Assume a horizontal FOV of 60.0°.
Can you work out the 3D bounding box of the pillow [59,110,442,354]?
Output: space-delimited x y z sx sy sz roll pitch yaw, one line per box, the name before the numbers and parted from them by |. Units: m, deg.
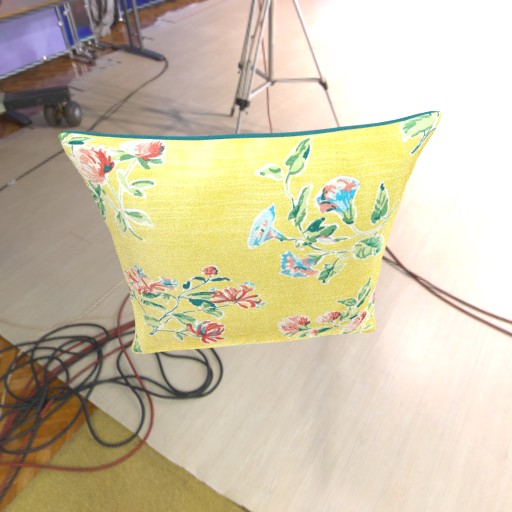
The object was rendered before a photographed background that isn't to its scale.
pillow | 0.000 0.000 0.776 0.525 0.508 0.166 -4 45 -4
